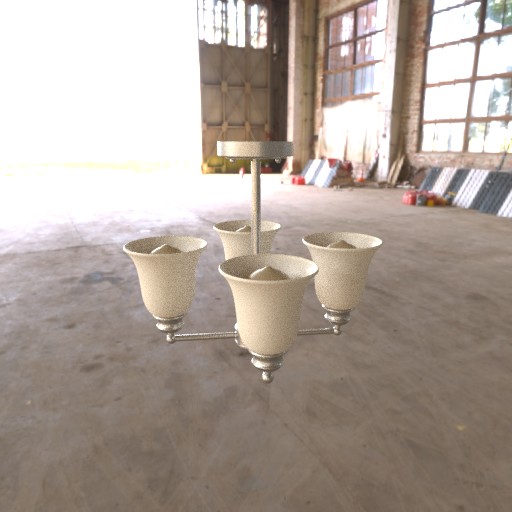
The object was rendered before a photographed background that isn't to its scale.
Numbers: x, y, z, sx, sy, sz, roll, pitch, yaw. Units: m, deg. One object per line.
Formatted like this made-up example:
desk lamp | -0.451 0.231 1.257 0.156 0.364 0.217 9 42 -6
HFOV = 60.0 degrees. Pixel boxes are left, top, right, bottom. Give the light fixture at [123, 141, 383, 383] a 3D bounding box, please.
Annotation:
light fixture | 0.000 0.000 0.740 0.427 0.370 0.427 -2 15 -6
